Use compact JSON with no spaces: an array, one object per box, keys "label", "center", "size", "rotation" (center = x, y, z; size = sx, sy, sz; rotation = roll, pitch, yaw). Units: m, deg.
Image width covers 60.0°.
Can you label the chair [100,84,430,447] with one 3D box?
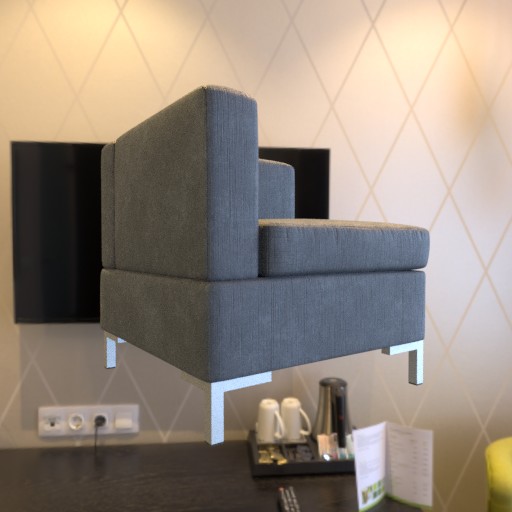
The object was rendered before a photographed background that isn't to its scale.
[{"label":"chair","center":[0.000,0.000,1.226],"size":[0.680,0.660,0.680],"rotation":[-1,1,-35]}]
